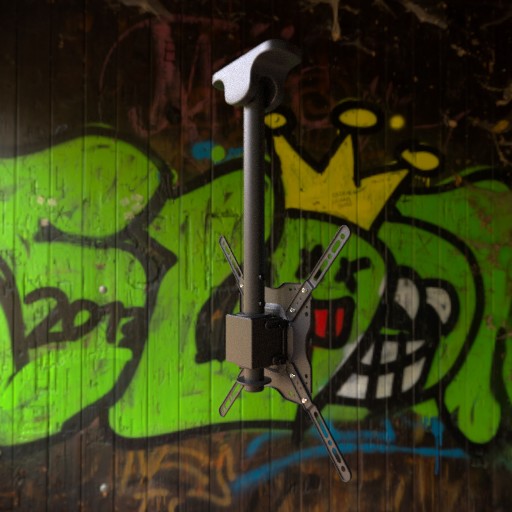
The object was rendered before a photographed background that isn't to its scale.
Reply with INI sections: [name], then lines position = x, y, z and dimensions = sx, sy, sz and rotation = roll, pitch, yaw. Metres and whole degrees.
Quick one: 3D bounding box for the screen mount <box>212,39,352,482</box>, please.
[screen mount]
position = 0.000, 0.000, 0.840
dimensions = 0.090, 0.729, 0.393
rotation = 0, -1, -37
